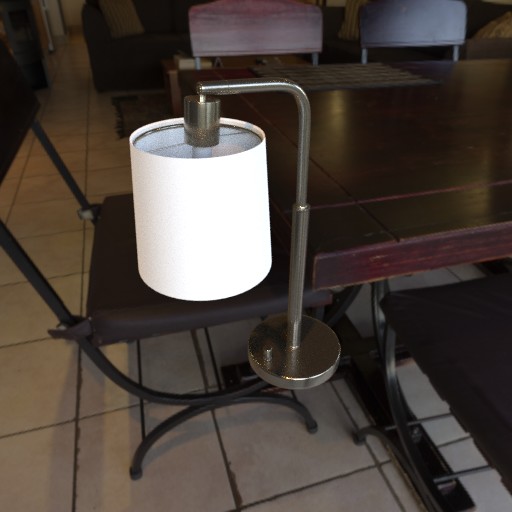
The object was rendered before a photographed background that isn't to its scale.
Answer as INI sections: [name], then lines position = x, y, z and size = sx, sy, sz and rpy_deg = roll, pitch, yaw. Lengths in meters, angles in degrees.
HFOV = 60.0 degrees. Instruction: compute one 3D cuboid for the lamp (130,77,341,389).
[lamp]
position = 0.000, 0.000, 0.632
size = 0.333, 0.489, 0.171
rpy_deg = -21, 39, -29
